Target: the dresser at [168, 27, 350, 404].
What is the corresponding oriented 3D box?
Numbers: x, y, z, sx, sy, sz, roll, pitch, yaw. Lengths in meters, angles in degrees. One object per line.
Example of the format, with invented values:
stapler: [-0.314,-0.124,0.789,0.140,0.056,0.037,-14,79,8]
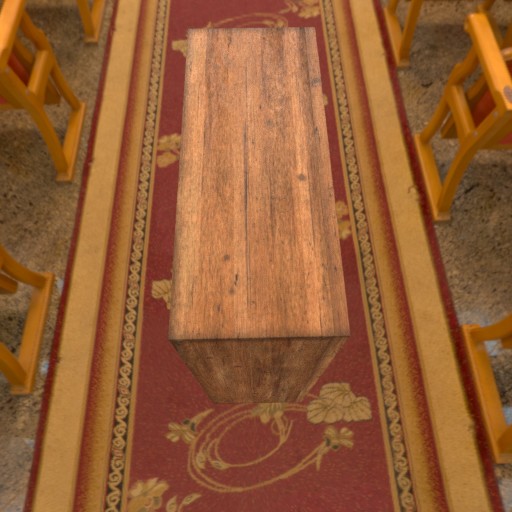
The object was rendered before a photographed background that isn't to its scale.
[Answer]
dresser: [0.000,0.000,1.887,0.438,1.359,1.067,-1,65,-1]
